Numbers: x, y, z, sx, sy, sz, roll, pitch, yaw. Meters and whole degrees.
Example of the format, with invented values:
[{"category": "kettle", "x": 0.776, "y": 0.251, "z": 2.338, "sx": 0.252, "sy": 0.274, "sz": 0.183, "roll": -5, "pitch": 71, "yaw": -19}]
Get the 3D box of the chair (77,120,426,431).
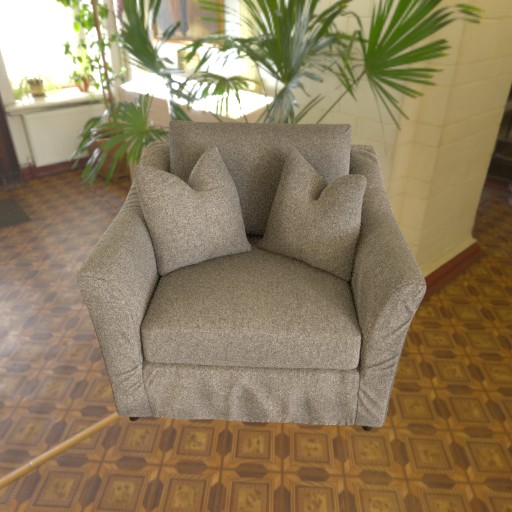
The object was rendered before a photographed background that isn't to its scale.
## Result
[{"category": "chair", "x": 0.000, "y": 0.000, "z": 2.030, "sx": 1.194, "sy": 1.059, "sz": 1.071, "roll": 1, "pitch": 30, "yaw": 2}]
